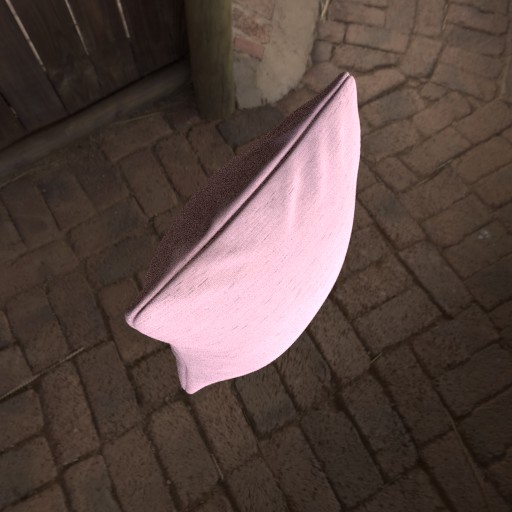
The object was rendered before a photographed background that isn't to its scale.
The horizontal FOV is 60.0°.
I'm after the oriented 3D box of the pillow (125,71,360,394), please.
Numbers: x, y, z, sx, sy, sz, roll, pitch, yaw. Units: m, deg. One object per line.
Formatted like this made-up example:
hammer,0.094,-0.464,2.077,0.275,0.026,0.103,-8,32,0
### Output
pillow,0.000,0.000,0.694,0.246,0.415,0.432,33,69,15
